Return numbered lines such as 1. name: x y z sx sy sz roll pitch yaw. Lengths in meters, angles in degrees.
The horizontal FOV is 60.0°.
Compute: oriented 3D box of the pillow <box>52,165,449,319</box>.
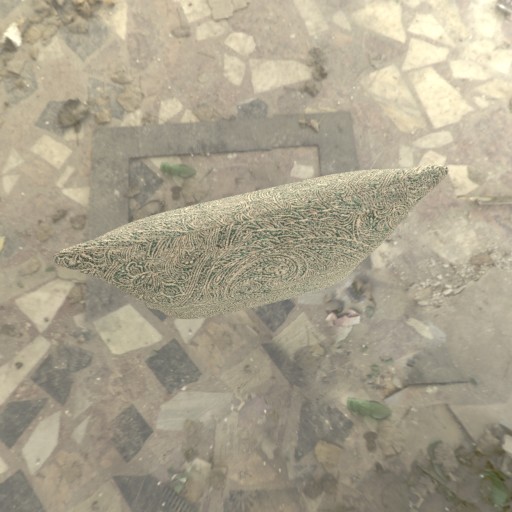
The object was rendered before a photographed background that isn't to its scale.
1. pillow: 0.000 0.000 0.812 0.526 0.507 0.166 -13 76 -3
